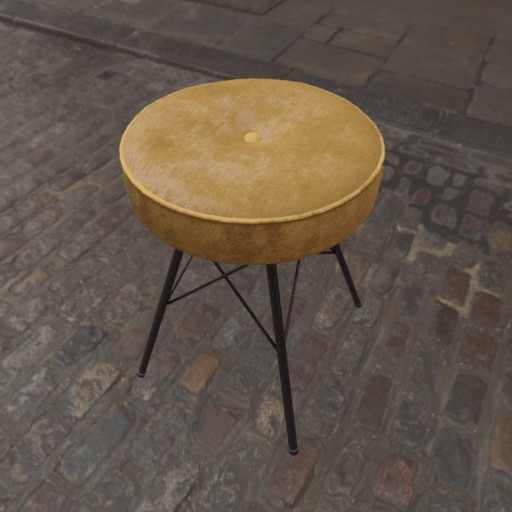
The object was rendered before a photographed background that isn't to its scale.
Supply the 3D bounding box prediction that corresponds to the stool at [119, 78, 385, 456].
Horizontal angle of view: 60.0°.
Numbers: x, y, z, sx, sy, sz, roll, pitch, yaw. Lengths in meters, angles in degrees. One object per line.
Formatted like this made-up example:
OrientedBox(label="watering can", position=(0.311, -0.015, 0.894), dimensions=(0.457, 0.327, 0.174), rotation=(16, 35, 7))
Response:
OrientedBox(label="stool", position=(0.000, 0.000, 0.922), dimensions=(0.438, 0.595, 0.472), rotation=(22, 50, 20))
